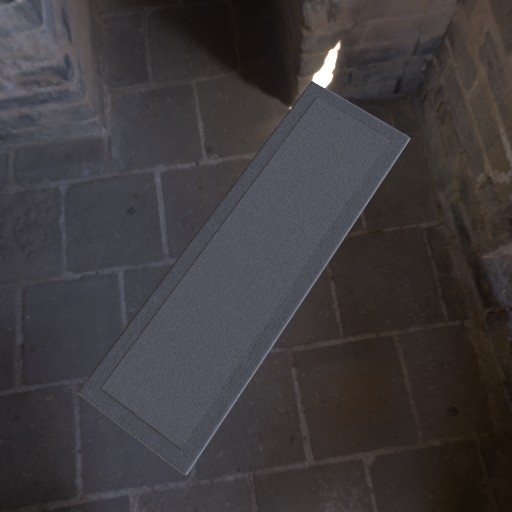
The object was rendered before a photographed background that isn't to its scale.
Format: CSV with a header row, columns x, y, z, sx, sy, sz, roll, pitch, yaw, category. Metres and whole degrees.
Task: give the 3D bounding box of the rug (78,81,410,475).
x,y,z,sx,sy,sz,roll,pitch,yaw,category
0.000,0.000,2.671,0.759,0.012,2.430,34,78,8,rug
